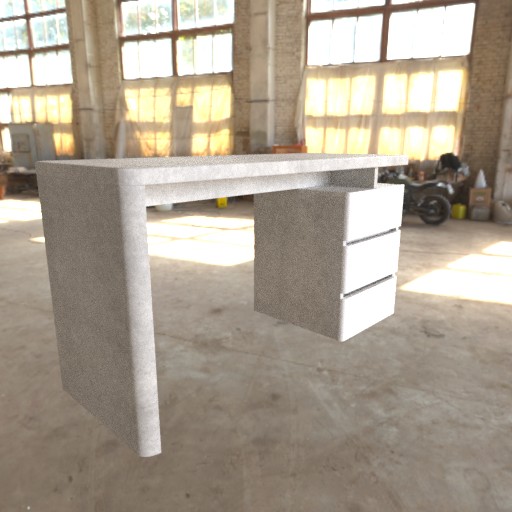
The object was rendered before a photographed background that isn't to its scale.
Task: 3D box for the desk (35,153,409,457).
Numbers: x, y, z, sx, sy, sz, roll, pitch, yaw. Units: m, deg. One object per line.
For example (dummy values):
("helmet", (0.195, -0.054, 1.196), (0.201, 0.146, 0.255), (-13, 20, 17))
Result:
("desk", (0.000, 0.000, 1.737), (0.550, 0.755, 1.400), (14, 20, 42))
